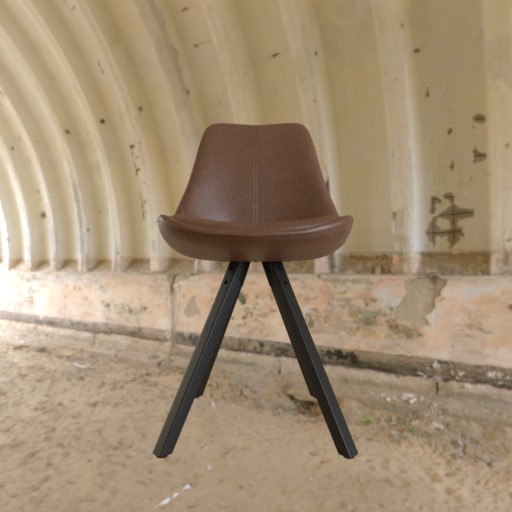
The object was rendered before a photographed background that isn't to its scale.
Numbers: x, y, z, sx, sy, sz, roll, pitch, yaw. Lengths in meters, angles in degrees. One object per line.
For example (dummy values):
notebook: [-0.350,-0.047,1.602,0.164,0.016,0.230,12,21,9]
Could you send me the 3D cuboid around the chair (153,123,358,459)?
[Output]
chair: [0.000,0.000,1.150,0.475,0.850,0.550,0,-1,0]
